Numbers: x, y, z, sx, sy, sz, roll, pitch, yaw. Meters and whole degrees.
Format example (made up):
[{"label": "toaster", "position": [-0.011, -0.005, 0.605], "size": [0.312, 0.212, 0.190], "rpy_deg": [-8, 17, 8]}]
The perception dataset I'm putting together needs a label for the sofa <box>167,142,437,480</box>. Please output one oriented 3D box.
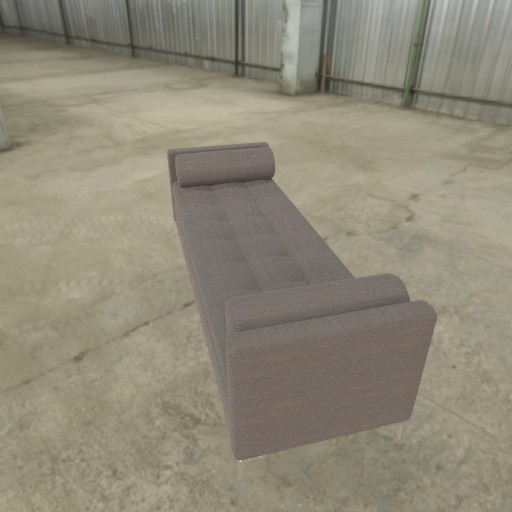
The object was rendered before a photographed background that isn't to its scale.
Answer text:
[{"label": "sofa", "position": [0.000, 0.000, 2.307], "size": [0.686, 0.635, 1.981], "rpy_deg": [-8, 31, -13]}]
